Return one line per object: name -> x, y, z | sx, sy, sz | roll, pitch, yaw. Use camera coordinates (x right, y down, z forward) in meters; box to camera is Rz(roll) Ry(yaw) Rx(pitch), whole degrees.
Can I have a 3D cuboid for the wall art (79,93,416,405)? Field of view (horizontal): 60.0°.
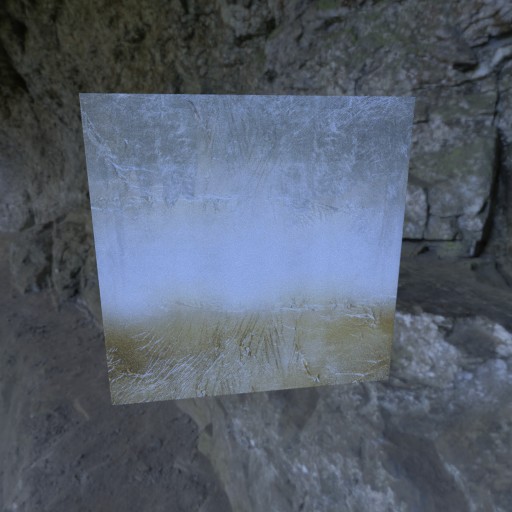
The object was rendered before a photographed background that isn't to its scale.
wall art -> 0.000, 0.000, 1.602 | 1.092, 1.091, 0.051 | -3, 16, -9
